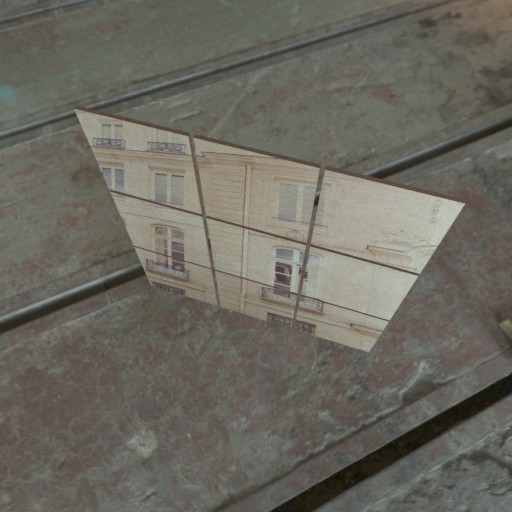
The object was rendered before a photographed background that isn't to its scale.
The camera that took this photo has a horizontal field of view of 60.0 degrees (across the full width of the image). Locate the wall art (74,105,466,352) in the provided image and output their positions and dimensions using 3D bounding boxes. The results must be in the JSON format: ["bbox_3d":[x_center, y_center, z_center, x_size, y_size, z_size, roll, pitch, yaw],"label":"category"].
[{"bbox_3d":[0.000,0.000,1.845,1.221,1.218,0.024,16,60,9],"label":"wall art"}]
